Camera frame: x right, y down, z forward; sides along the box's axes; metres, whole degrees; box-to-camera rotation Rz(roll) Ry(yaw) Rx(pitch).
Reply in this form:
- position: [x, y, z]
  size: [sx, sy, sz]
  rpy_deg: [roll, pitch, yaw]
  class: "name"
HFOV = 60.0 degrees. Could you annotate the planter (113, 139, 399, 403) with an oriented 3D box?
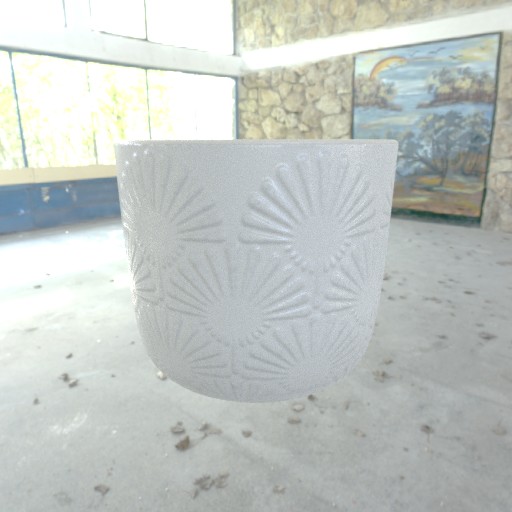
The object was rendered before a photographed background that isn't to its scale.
- position: [0.000, 0.000, 0.215]
  size: [0.124, 0.109, 0.124]
  rpy_deg: [0, 15, 0]
  class: "planter"
